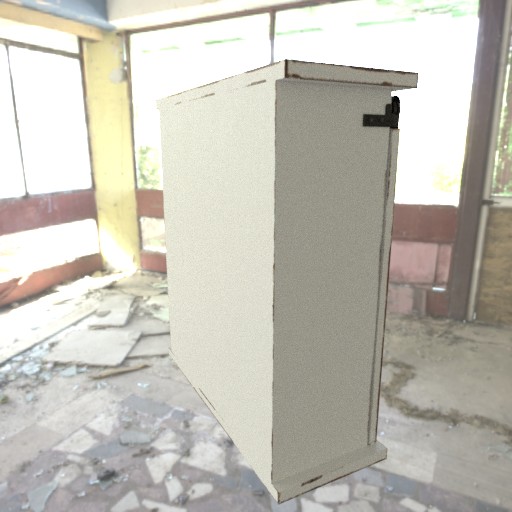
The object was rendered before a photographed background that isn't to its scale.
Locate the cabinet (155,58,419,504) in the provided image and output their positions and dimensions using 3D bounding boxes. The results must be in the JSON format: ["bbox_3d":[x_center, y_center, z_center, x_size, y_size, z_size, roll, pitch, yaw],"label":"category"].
[{"bbox_3d":[0.000,0.000,0.852,0.210,0.603,0.541,-7,16,-27],"label":"cabinet"}]
